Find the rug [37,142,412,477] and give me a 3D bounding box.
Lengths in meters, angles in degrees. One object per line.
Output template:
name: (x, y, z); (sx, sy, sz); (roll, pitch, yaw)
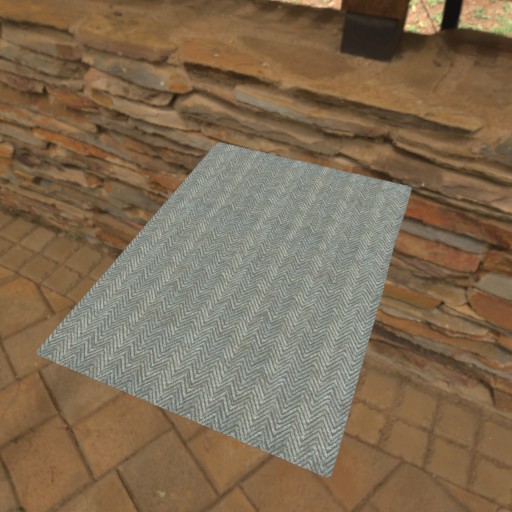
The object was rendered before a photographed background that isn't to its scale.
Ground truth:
rug: (0.000, 0.000, 5.071); (2.894, 0.011, 3.957); (17, 49, 15)
